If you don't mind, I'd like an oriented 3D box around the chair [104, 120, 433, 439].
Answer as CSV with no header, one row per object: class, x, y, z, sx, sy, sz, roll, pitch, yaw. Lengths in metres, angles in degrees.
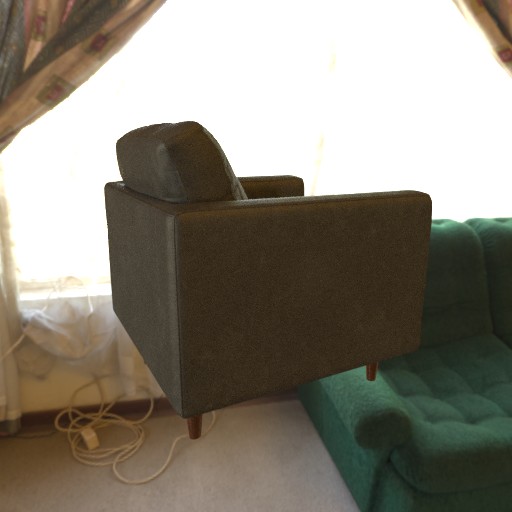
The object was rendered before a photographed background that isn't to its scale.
chair,0.000,0.000,1.570,0.879,0.898,0.831,-8,17,-27
